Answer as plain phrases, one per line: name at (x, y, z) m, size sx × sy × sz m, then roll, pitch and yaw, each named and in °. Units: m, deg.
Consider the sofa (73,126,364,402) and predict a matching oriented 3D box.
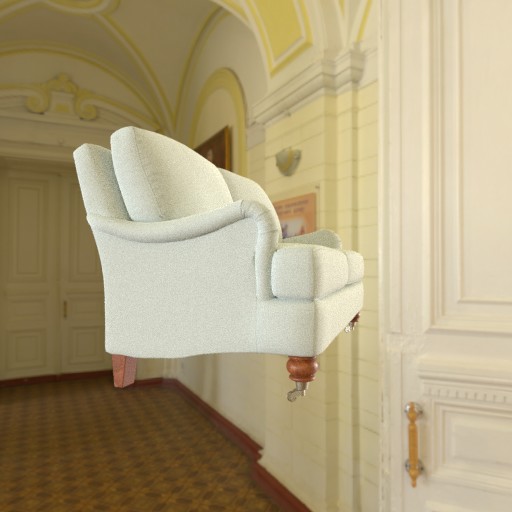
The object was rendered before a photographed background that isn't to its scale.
sofa at (0.000, 0.000, 2.558) m, size 1.084 × 1.101 × 1.853 m, roll 0°, pitch -1°, yaw 19°
